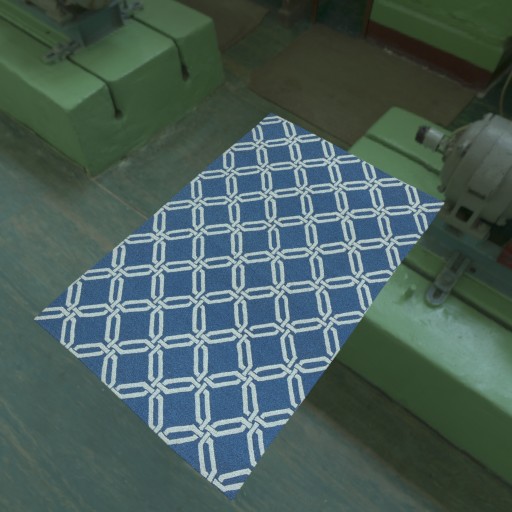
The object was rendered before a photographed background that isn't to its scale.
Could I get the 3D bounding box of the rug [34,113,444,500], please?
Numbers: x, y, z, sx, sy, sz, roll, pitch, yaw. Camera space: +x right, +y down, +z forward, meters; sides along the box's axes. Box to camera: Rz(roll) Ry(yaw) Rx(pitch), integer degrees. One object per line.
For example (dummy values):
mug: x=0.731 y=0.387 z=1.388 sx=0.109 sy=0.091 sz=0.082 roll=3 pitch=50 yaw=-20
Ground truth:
rug: x=0.000 y=0.000 z=2.141 sx=1.153 sy=0.010 sz=1.755 roll=33 pitch=63 yaw=19
